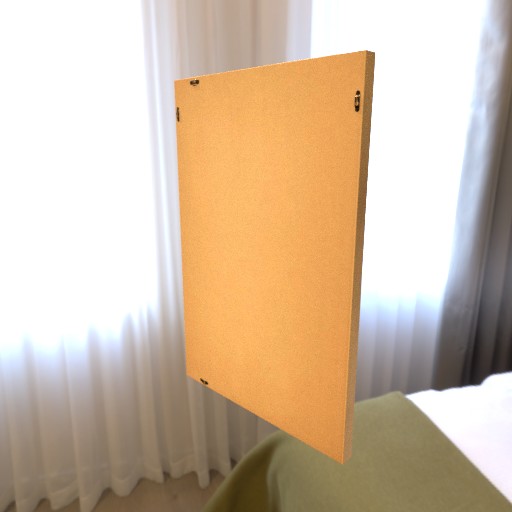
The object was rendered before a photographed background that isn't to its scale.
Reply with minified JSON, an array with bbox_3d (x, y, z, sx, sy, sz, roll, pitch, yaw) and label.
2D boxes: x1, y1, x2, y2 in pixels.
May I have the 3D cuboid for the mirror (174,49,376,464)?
[{"bbox_3d":[0.000,0.000,1.162,0.609,0.915,0.041,13,19,42],"label":"mirror"}]
